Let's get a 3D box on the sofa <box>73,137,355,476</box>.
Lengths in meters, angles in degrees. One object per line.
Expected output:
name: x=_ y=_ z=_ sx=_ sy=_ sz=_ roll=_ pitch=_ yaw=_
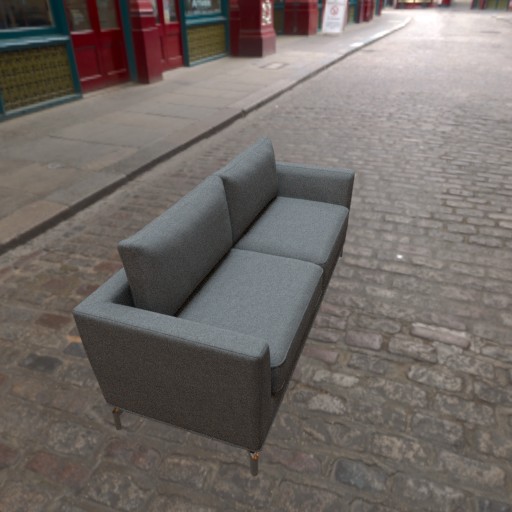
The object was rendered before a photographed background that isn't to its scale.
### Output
sofa: x=0.000 y=0.000 z=2.750 sx=0.869 sy=1.002 sz=2.212 roll=10 pitch=32 yaw=17
